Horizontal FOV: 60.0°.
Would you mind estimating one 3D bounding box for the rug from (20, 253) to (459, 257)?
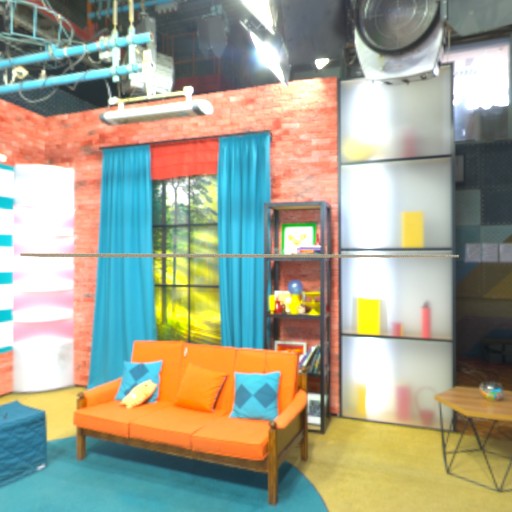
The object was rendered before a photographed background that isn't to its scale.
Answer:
[{"bbox_3d":[0.000,0.000,2.517,2.297,0.013,0.661,0,0,-20],"label":"rug"}]
